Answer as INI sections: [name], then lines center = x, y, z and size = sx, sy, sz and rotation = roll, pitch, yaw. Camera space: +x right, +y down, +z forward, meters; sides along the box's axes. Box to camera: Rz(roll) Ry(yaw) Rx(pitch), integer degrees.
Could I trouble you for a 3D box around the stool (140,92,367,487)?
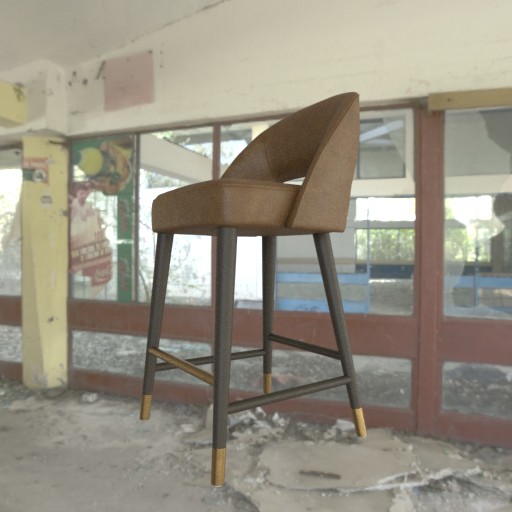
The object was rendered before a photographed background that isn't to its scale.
[stool]
center = 0.000, 0.000, 1.224
size = 0.509, 0.940, 0.494
rotation = 0, 1, -34
